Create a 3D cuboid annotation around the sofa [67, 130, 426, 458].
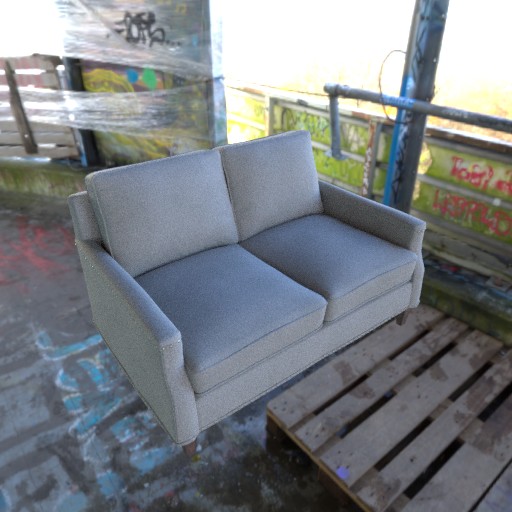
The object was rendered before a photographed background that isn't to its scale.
[{"bbox_3d":[0.000,0.000,2.343,1.597,1.003,1.084,-21,36,-31],"label":"sofa"}]
